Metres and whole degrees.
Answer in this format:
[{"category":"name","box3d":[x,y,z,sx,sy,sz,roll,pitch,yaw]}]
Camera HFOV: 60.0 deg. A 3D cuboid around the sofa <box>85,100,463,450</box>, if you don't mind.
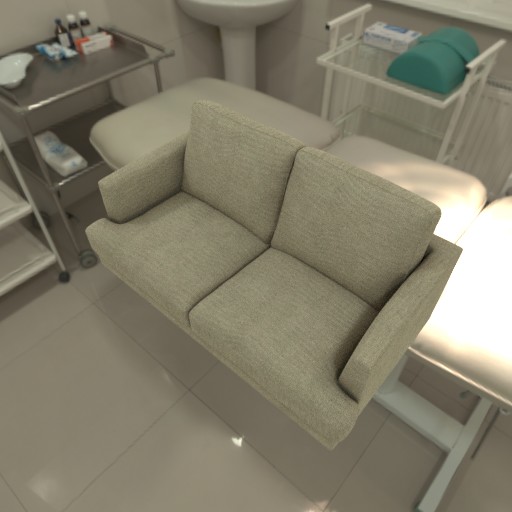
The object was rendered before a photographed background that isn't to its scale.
[{"category":"sofa","box3d":[0.000,0.000,2.126,1.582,0.944,0.903,33,55,27]}]
